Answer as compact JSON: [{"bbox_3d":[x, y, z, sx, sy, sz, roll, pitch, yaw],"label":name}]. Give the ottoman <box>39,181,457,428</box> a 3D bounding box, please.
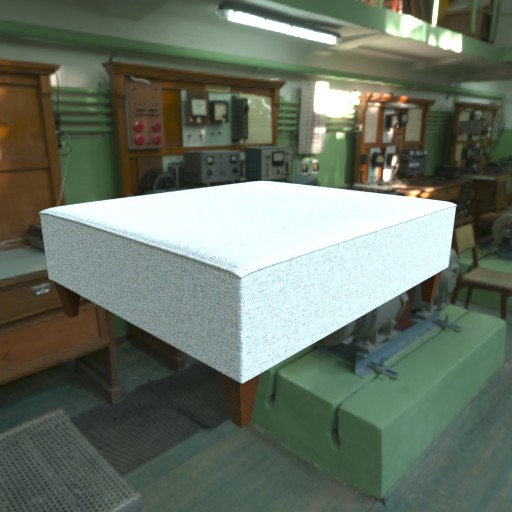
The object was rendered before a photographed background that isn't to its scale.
[{"bbox_3d":[0.000,0.000,1.206,0.736,0.303,0.835,15,22,41],"label":"ottoman"}]
